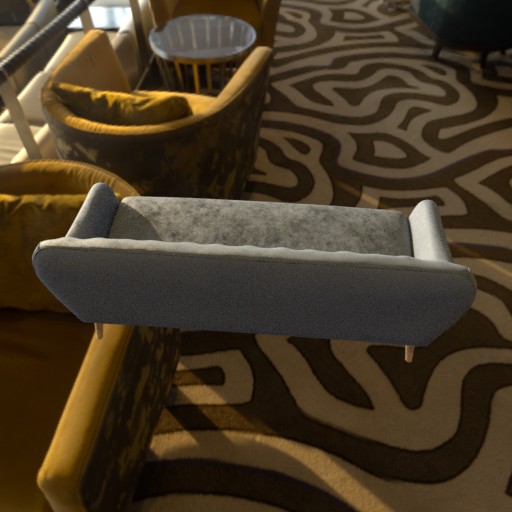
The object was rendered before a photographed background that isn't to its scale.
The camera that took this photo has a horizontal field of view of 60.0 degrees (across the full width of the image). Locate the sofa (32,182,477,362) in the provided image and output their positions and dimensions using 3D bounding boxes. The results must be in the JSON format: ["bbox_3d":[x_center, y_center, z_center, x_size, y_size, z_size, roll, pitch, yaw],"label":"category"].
[{"bbox_3d":[0.000,0.000,2.395,1.975,0.832,0.841,4,48,3],"label":"sofa"}]
